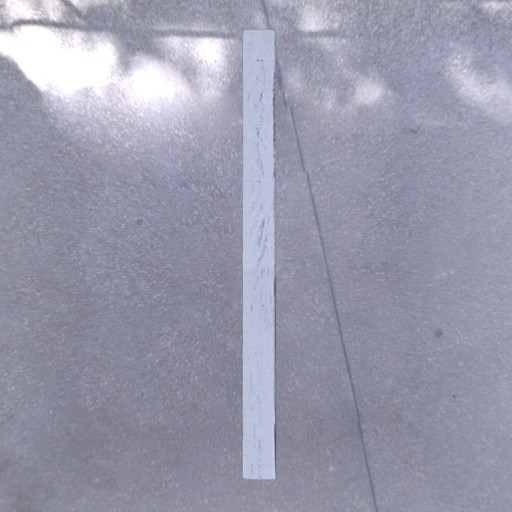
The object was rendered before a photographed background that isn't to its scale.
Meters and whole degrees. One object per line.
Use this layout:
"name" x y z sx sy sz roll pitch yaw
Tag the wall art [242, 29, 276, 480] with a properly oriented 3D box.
"wall art" 0.000 0.000 0.754 0.038 0.508 0.508 0 89 -1
